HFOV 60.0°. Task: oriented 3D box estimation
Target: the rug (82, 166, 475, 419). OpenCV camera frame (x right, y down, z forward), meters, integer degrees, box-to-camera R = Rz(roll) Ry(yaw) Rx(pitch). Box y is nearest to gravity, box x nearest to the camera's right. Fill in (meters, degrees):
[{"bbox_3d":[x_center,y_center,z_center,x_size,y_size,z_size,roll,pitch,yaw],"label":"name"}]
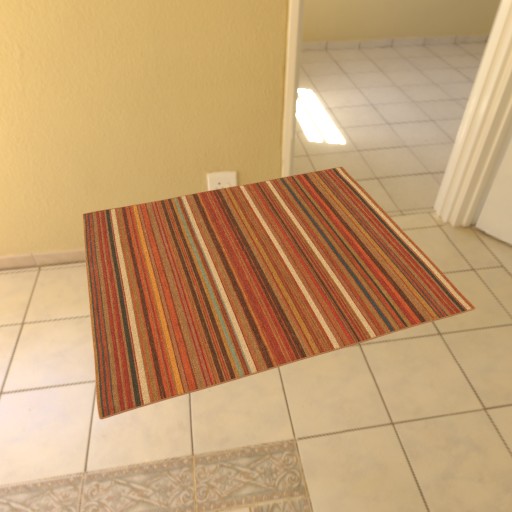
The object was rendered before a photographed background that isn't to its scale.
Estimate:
[{"bbox_3d":[0.000,0.000,4.233,3.092,0.023,2.479,-13,43,-14],"label":"rug"}]
